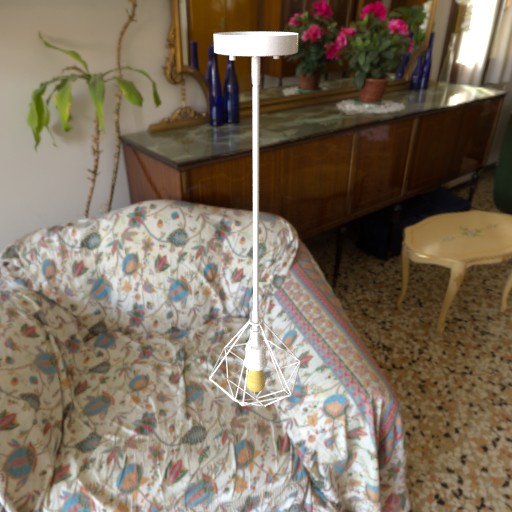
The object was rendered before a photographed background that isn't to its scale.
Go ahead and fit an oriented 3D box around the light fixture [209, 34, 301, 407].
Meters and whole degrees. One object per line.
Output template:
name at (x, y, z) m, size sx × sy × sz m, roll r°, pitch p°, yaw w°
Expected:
light fixture at (0.000, 0.000, 1.965) m, size 0.431 × 1.764 × 0.487 m, roll 8°, pitch 30°, yaw 13°
